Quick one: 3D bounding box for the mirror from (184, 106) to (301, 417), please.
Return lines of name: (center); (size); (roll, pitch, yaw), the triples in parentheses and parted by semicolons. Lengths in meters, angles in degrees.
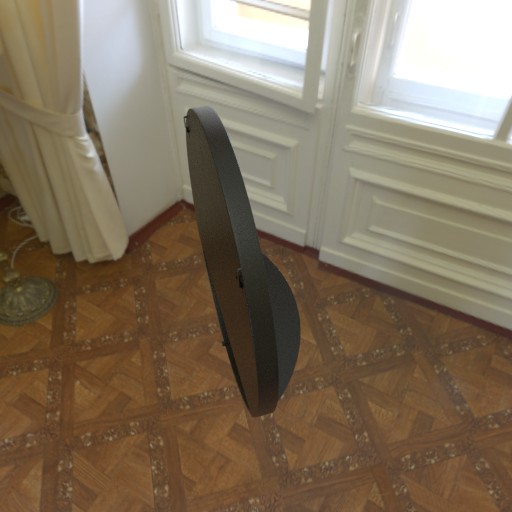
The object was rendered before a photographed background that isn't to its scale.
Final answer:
mirror: (0.000, 0.000, 0.691); (0.133, 0.457, 0.457); (-12, 48, -11)
